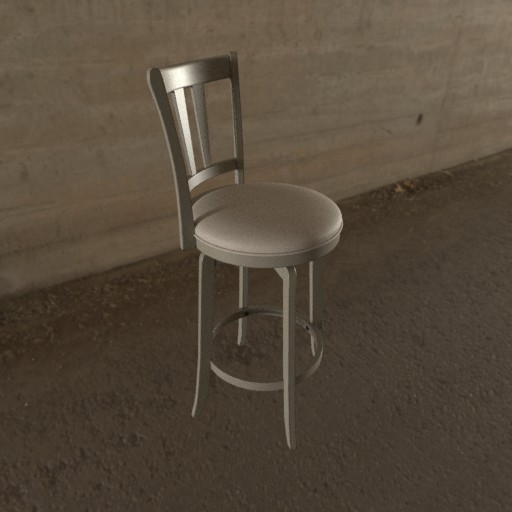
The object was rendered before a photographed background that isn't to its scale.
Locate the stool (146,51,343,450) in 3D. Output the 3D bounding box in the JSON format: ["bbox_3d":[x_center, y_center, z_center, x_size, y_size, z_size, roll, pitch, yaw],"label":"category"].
[{"bbox_3d":[0.000,0.000,1.287,0.475,1.042,0.436,11,31,18],"label":"stool"}]
